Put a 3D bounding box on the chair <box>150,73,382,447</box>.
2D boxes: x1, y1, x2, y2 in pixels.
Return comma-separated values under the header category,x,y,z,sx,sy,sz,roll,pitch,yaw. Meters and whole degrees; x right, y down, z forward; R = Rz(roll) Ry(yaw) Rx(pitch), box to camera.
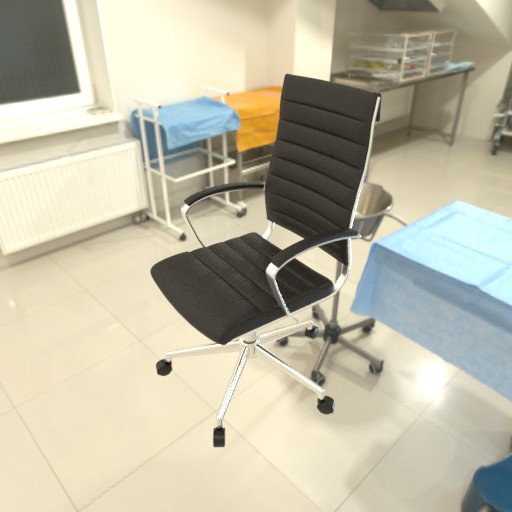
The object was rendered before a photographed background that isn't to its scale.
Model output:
category,x,y,z,sx,sy,sz,roll,pitch,yaw
chair,0.000,0.000,1.639,0.739,1.149,0.766,-21,37,-31
